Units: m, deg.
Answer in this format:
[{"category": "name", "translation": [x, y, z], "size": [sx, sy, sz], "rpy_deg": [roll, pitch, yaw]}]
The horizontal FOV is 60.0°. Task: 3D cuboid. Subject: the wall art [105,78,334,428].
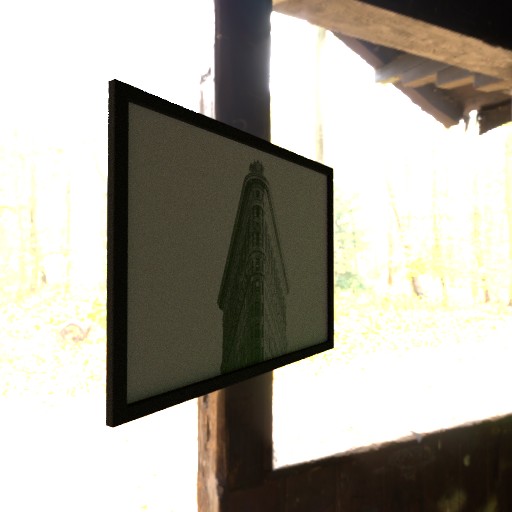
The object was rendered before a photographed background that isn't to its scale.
[{"category": "wall art", "translation": [0.000, 0.000, 1.229], "size": [0.026, 0.656, 0.958], "rpy_deg": [-1, -1, 35]}]
